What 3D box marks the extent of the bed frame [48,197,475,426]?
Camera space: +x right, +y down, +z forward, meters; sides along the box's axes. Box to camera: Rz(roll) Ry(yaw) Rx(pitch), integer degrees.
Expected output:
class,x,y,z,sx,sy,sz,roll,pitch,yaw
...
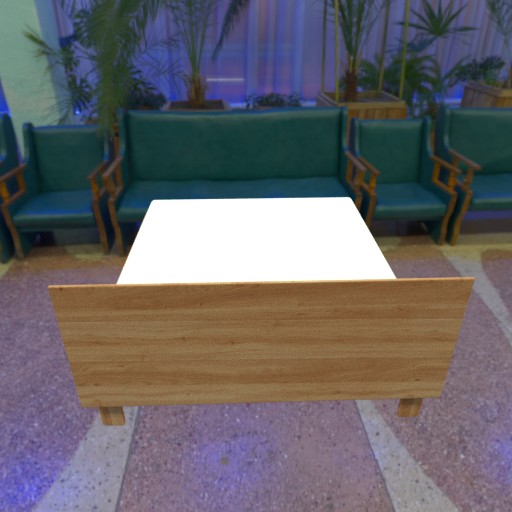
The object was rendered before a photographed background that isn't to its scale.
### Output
class,x,y,z,sx,sy,sz,roll,pitch,yaw
bed frame,0.000,0.000,3.076,1.872,0.940,2.092,-1,30,-2
